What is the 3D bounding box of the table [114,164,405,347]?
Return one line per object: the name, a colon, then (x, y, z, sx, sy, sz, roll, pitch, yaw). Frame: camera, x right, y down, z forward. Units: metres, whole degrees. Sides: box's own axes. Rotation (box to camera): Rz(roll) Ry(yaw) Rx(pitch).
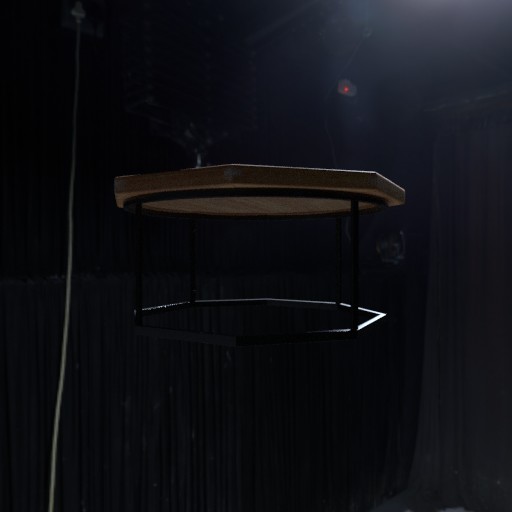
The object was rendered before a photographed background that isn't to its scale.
table: (0.000, 0.000, 1.542, 1.002, 0.444, 1.002, 0, 1, 0)
